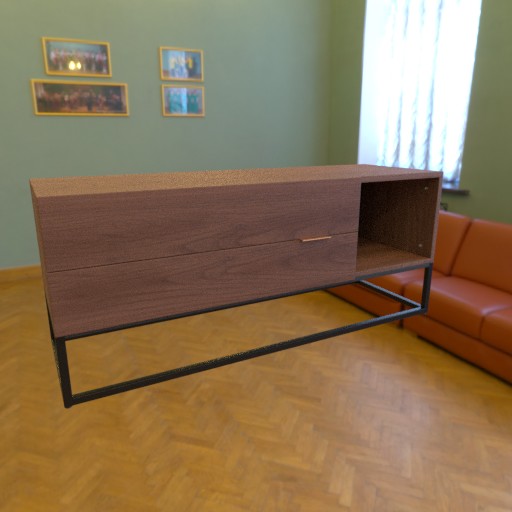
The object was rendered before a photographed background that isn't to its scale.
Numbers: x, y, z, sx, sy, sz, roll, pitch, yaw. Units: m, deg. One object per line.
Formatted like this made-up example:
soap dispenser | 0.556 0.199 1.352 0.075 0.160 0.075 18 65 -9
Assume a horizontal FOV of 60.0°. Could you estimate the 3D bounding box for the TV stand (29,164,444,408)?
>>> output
TV stand | 0.000 0.000 1.388 1.200 0.500 0.415 -8 18 -27
